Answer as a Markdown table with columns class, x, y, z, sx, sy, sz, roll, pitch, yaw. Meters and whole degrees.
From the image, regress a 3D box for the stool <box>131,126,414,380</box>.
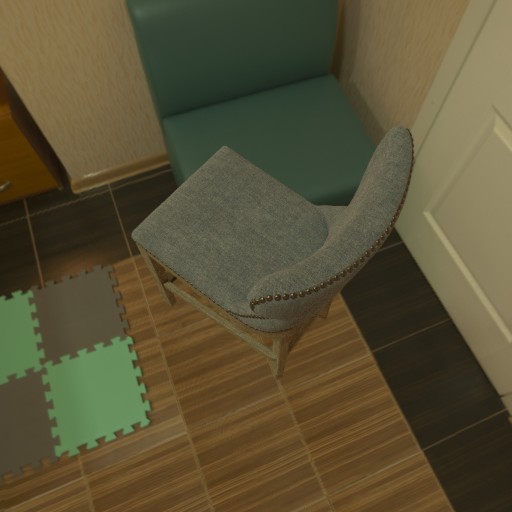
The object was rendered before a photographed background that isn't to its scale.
| class | x | y | z | sx | sy | sz | roll | pitch | yaw |
| --- | --- | --- | --- | --- | --- | --- | --- | --- | --- |
| stool | 0.000 | 0.000 | 1.313 | 0.608 | 0.981 | 0.498 | 36 | 69 | 16 |
